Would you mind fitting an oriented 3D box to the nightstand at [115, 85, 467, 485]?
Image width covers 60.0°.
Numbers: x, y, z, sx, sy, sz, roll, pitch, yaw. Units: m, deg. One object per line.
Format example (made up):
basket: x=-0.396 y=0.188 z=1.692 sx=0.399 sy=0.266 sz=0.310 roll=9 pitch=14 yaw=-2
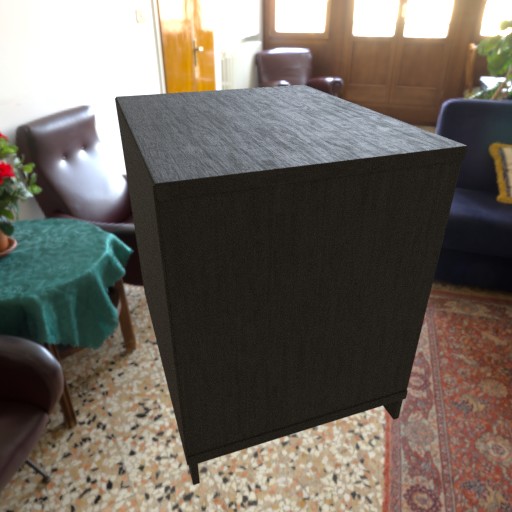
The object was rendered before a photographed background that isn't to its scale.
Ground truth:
nightstand: x=0.000 y=0.000 z=0.727 sx=0.347 sy=0.448 sz=0.427 roll=-10 pitch=32 yaw=-17
